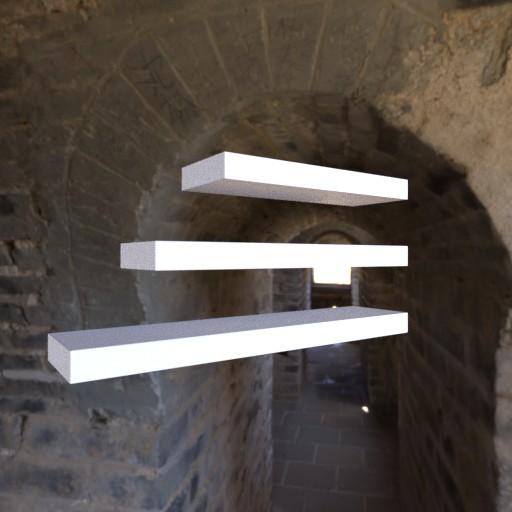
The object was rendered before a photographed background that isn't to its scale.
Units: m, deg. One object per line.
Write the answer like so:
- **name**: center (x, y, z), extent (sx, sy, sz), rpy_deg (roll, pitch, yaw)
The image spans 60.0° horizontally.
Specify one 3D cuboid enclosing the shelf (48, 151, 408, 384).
- **shelf**: center (0.000, 0.000, 0.735), extent (0.610, 0.293, 0.140), rpy_deg (0, 0, -34)
